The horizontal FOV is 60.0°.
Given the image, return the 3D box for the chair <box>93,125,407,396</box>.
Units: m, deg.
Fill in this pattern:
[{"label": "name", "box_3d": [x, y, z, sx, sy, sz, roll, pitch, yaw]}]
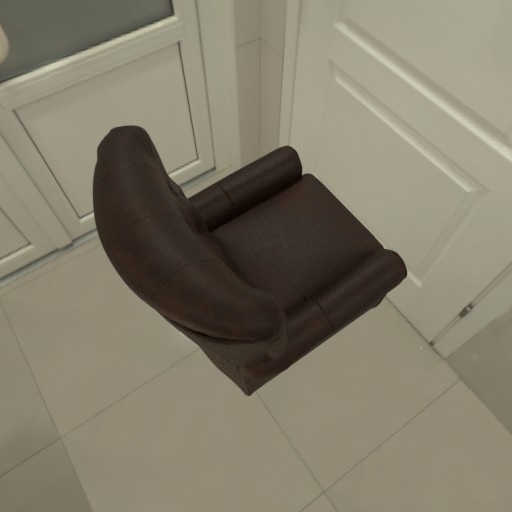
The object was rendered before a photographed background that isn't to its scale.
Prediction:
[{"label": "chair", "box_3d": [0.000, 0.000, 1.899, 1.058, 1.158, 0.948, -31, 65, -17]}]
